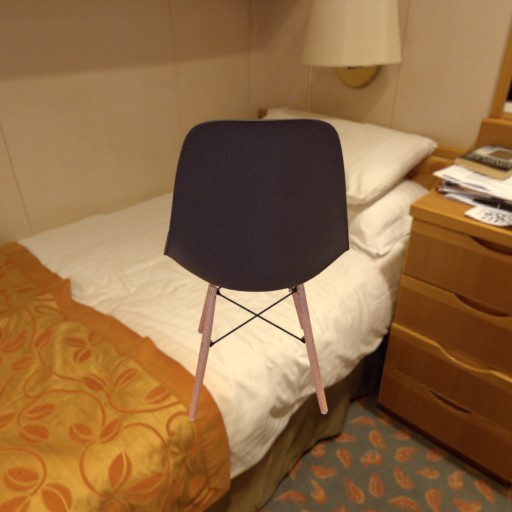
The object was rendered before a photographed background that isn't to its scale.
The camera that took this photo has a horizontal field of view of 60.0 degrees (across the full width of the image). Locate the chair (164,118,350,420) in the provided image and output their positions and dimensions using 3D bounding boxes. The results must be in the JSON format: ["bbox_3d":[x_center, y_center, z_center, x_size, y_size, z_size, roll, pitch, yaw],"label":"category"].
[{"bbox_3d":[0.000,0.000,1.159,0.470,0.825,0.533,-2,30,-3],"label":"chair"}]
